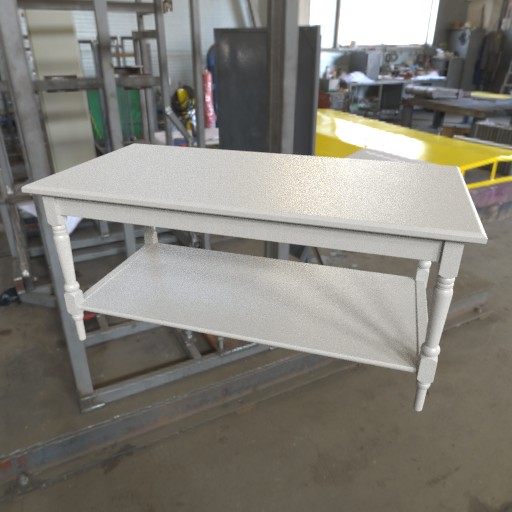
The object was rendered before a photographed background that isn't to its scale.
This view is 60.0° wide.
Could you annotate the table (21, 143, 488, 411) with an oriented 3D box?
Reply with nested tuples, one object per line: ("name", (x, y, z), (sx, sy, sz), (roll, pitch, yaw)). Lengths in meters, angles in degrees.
("table", (0.000, 0.000, 1.351), (1.109, 0.506, 0.551), (8, 27, 15))
